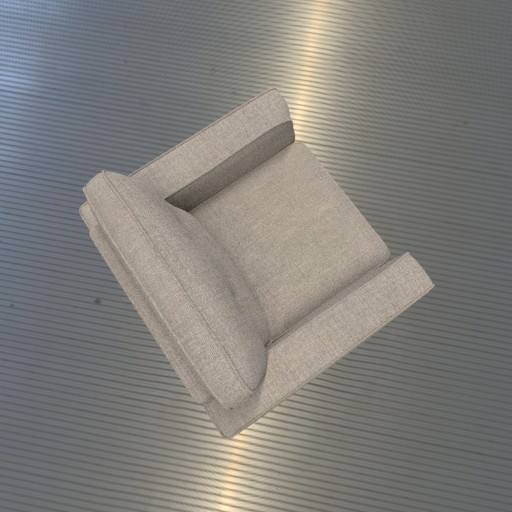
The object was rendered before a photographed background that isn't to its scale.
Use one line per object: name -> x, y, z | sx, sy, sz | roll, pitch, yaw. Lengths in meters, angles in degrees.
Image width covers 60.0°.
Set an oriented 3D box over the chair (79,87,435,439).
chair -> 0.000, 0.000, 1.773 | 0.939, 0.965, 1.015 | -34, 79, -8
